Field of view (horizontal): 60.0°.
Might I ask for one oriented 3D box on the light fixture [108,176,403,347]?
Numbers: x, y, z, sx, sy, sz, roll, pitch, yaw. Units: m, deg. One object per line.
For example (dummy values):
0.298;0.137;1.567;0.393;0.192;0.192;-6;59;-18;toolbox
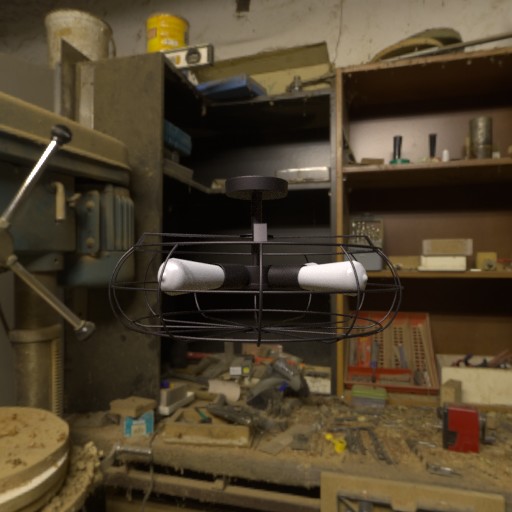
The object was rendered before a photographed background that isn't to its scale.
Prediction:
0.000;0.000;0.923;0.582;0.311;0.582;0;-1;0;light fixture
